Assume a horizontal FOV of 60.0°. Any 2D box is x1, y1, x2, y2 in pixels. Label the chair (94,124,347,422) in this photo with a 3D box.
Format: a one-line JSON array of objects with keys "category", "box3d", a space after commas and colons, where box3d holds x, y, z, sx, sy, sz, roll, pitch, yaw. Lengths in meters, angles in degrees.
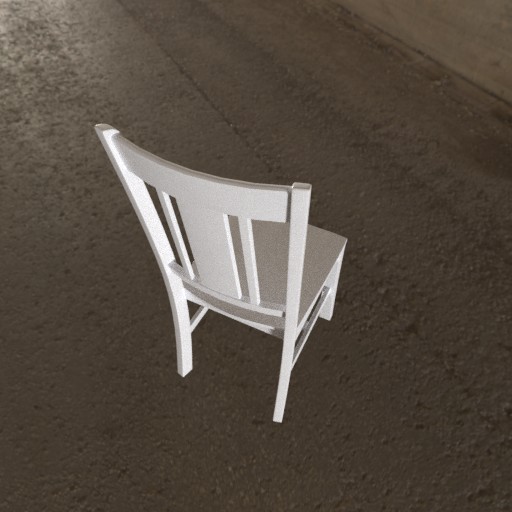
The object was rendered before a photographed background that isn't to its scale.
[{"category": "chair", "box3d": [0.000, 0.000, 1.307, 0.450, 0.998, 0.555, 20, 50, 18]}]
